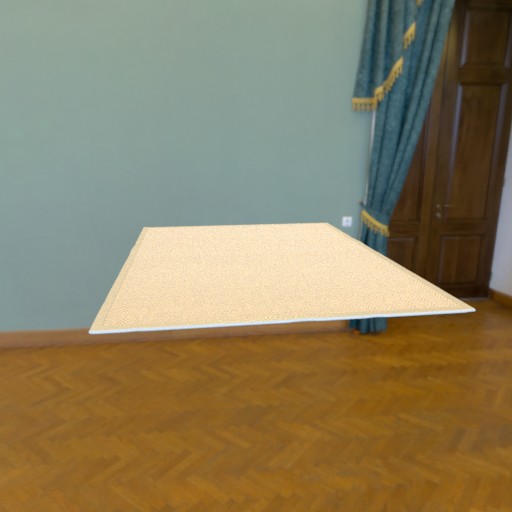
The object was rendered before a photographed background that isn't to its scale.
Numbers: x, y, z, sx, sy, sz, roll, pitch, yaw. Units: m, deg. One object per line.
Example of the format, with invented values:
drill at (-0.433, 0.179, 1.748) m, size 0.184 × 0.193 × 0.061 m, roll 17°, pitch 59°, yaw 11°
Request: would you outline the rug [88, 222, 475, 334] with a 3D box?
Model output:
rug at (0.000, 0.000, 4.804) m, size 2.734 × 0.037 × 3.659 m, roll -2°, pitch 15°, yaw -8°
